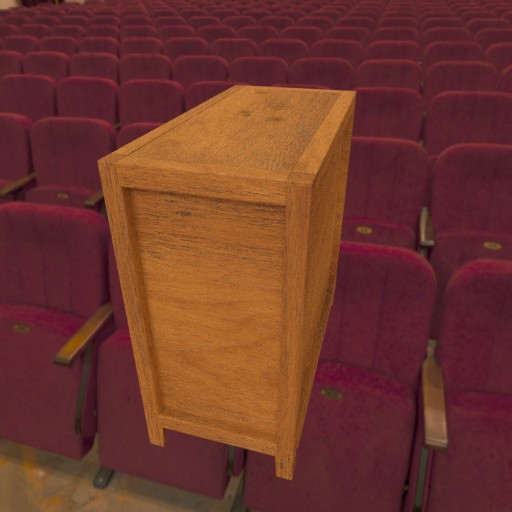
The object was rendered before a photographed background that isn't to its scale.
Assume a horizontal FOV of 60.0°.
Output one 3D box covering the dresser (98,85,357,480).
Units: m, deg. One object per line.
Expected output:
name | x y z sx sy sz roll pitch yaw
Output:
dresser | 0.000 0.000 1.303 0.427 0.804 0.804 8 32 14
